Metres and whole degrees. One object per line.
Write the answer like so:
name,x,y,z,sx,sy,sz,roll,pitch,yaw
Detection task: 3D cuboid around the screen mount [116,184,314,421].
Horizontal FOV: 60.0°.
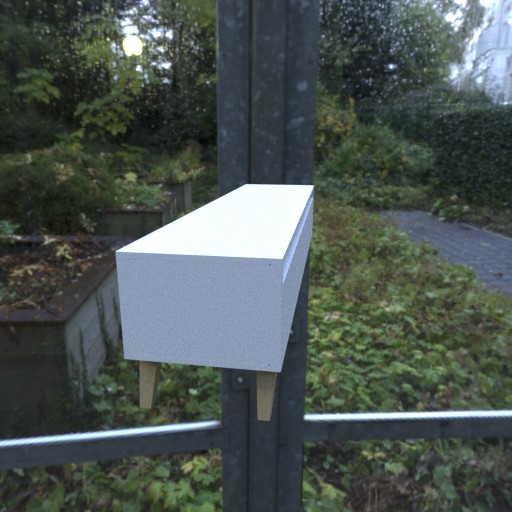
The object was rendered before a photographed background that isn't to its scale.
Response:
screen mount,0.000,0.000,1.860,0.399,0.432,1.644,2,15,9
